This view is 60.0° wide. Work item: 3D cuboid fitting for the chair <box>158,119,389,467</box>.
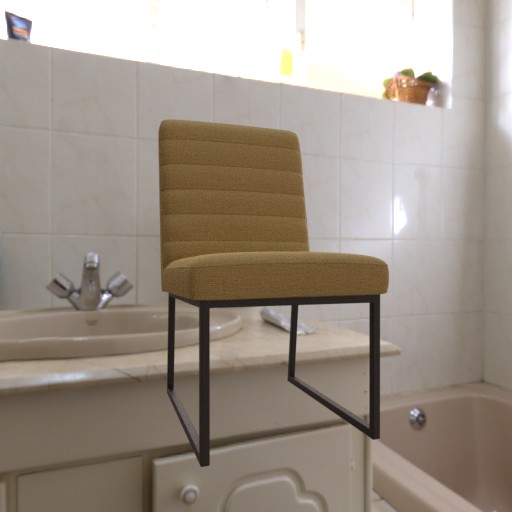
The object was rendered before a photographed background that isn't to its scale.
[{"bbox_3d":[0.000,0.000,1.333,0.520,0.930,0.634,0,0,-19],"label":"chair"}]
